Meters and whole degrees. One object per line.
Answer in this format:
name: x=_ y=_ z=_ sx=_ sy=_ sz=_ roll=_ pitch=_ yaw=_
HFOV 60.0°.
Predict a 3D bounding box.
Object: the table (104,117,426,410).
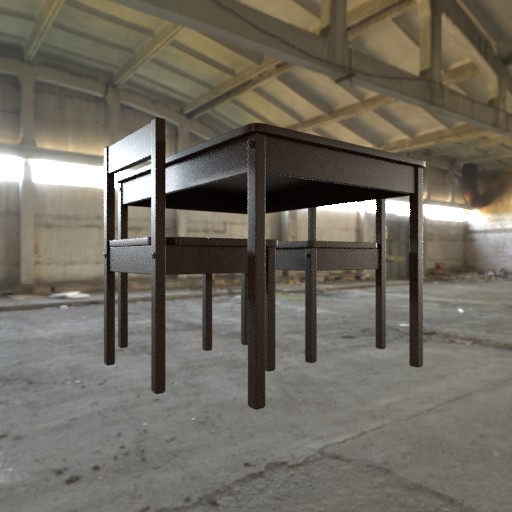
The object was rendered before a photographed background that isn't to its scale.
table: x=0.000 y=0.000 z=1.116 sx=0.672 sy=0.503 sz=0.650 roll=0 pitch=0 yaw=-37
